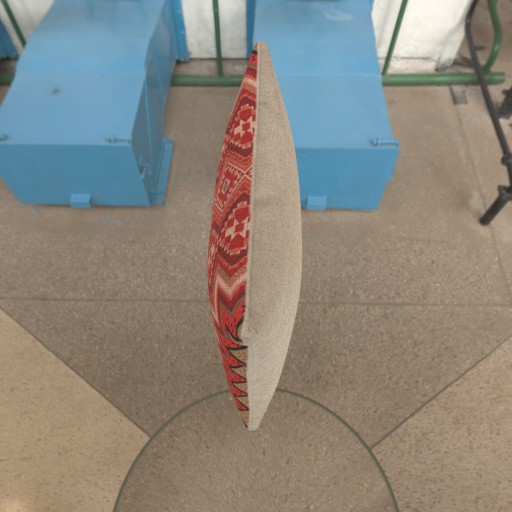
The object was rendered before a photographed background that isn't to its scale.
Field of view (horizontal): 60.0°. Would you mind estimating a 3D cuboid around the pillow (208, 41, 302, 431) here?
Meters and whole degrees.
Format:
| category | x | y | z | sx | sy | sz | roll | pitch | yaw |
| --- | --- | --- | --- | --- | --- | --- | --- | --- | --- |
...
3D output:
| category | x | y | z | sx | sy | sz | roll | pitch | yaw |
| --- | --- | --- | --- | --- | --- | --- | --- | --- | --- |
| pillow | 0.000 | 0.000 | 0.797 | 0.158 | 0.511 | 0.513 | 2 | 58 | 1 |
